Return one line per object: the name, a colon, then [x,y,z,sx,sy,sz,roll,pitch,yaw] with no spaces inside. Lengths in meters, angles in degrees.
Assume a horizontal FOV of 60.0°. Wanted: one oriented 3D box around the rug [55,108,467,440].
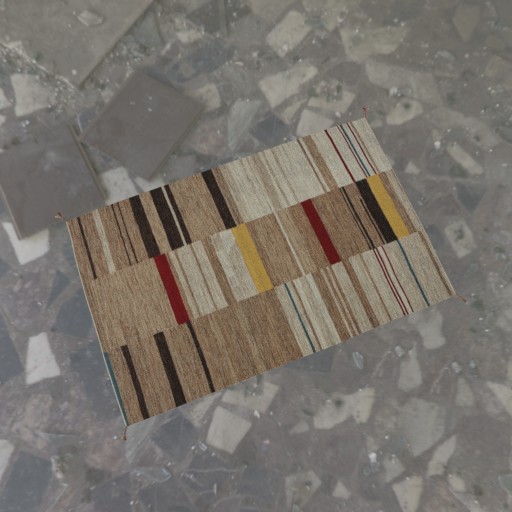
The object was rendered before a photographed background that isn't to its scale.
rug: [0.000,0.000,2.382,1.918,0.007,1.268,-20,75,-6]
